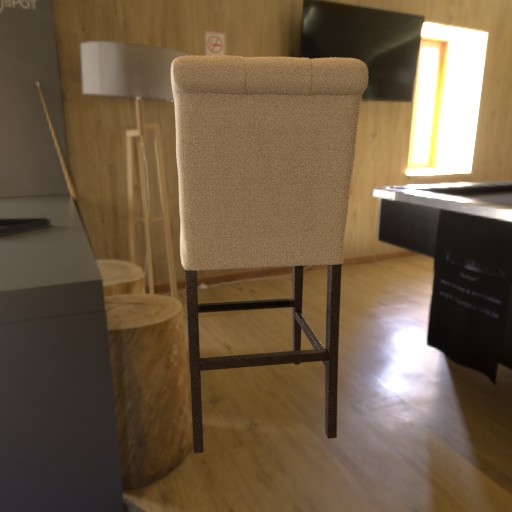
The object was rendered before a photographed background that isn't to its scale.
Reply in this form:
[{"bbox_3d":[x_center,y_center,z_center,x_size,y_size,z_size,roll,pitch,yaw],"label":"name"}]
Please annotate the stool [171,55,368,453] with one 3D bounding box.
[{"bbox_3d":[0.000,0.000,1.441,0.482,1.118,0.610,-2,15,-9],"label":"stool"}]
